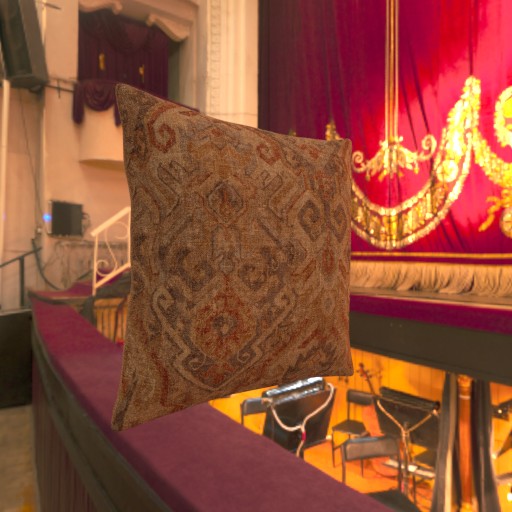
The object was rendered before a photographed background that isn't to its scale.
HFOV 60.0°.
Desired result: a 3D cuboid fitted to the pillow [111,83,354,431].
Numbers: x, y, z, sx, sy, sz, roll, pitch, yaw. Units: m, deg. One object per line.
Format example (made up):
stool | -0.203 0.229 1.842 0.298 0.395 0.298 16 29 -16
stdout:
pillow | 0.000 0.000 0.795 0.523 0.506 0.166 0 -1 -37
